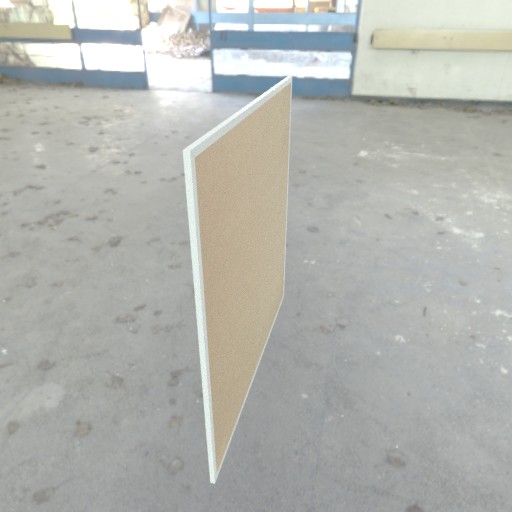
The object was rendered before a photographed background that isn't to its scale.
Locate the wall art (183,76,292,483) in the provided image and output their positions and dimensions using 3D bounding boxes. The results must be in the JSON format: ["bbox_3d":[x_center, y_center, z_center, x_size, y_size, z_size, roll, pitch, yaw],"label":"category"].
[{"bbox_3d":[0.000,0.000,1.203,0.012,0.809,0.809,8,31,13],"label":"wall art"}]
